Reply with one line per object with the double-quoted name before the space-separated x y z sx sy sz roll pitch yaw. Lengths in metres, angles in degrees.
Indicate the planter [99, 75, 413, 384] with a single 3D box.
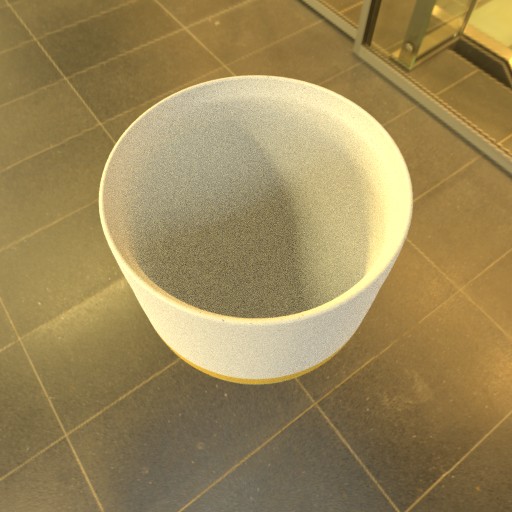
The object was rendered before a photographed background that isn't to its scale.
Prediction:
"planter" 0.000 0.000 0.496 0.268 0.270 0.268 0 60 0
